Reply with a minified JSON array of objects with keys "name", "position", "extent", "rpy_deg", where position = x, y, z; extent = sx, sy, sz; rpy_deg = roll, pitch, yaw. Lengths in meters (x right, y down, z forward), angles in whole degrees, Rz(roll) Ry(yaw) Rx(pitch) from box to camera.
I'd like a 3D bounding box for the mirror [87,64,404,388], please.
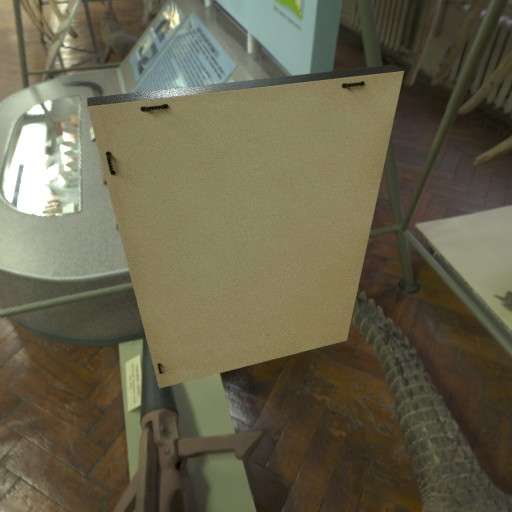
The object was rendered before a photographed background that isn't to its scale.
[{"name":"mirror","position":[0.000,0.000,0.924],"extent":[0.507,0.710,0.039],"rpy_deg":[-11,42,-13]}]
